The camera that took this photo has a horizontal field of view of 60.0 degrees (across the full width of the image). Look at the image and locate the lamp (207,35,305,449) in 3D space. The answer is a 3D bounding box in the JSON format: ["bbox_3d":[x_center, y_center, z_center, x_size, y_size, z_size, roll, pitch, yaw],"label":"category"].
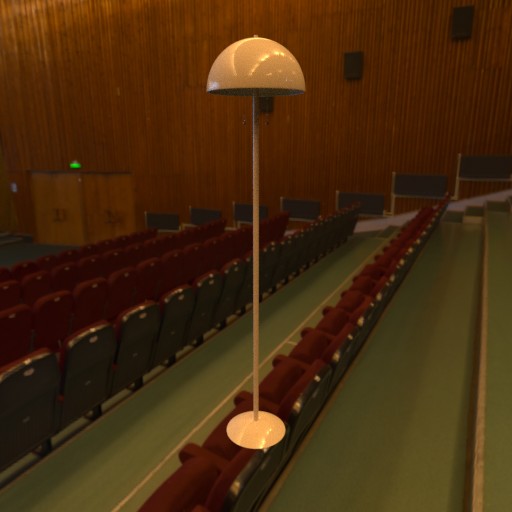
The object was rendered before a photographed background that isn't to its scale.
[{"bbox_3d":[0.000,0.000,1.631,0.328,1.480,0.328,7,17,25],"label":"lamp"}]
